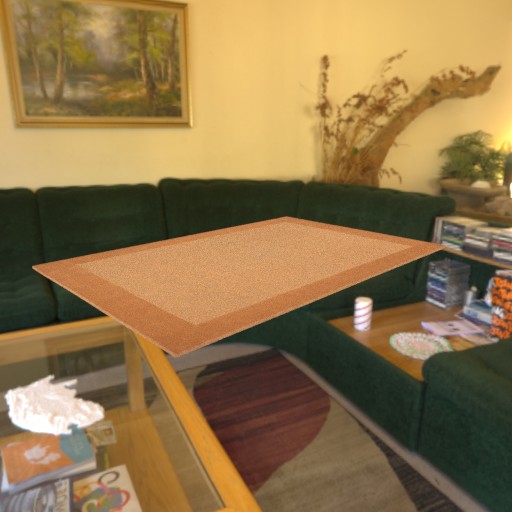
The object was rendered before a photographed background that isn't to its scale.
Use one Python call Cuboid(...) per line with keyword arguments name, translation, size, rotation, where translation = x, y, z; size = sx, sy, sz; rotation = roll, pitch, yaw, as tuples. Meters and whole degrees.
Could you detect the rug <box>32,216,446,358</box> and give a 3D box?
Cuboid(name="rug", translation=(0.000, 0.000, 2.325), size=(1.829, 0.014, 1.219), rotation=(-15, 22, -42))
